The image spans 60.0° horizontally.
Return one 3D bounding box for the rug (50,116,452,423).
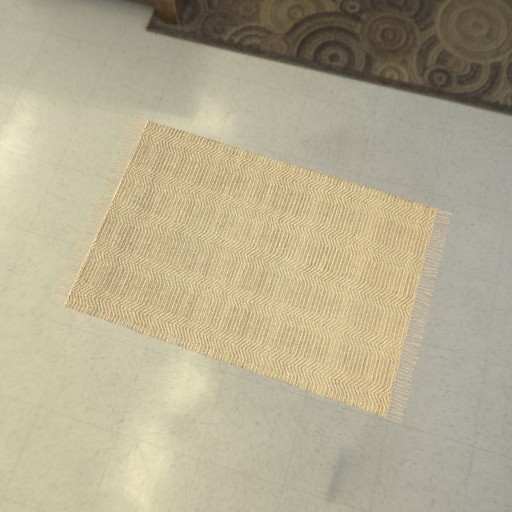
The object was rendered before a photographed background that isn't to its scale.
[{"bbox_3d":[0.000,0.000,3.147,2.523,0.034,1.528,18,76,5],"label":"rug"}]
